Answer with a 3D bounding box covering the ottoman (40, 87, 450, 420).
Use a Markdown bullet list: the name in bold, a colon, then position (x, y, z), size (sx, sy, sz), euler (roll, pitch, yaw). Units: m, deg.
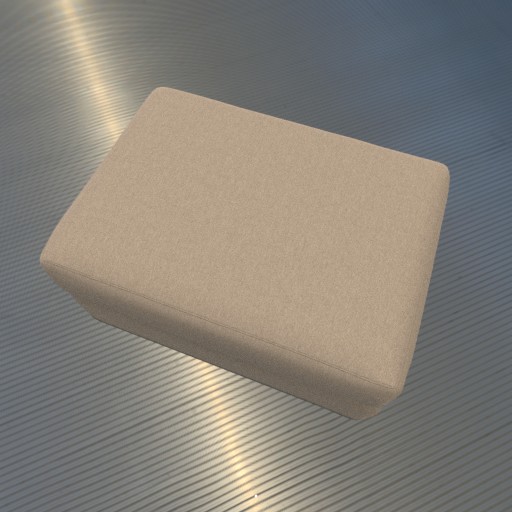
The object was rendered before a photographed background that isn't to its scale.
- **ottoman**: position (0.000, 0.000, 1.125), size (0.773, 0.497, 0.574), euler (19, 63, 10)
